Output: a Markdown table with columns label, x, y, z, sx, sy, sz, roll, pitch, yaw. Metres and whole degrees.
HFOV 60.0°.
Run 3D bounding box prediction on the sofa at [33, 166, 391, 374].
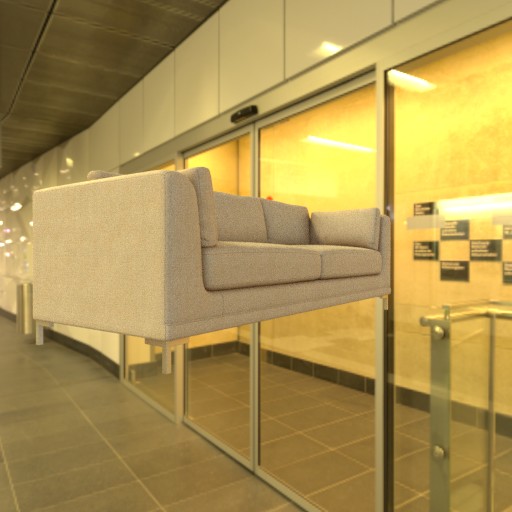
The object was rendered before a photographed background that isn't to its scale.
| label | x | y | z | sx | sy | sz | roll | pitch | yaw |
| --- | --- | --- | --- | --- | --- | --- | --- | --- | --- |
| sofa | 0.000 | 0.000 | 2.865 | 0.969 | 0.867 | 2.415 | 0 | 0 | 36 |
